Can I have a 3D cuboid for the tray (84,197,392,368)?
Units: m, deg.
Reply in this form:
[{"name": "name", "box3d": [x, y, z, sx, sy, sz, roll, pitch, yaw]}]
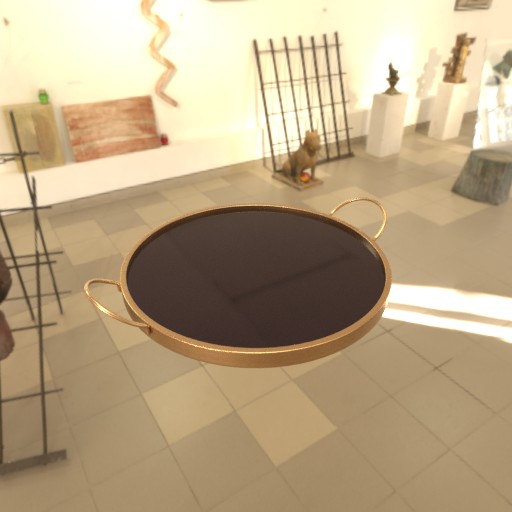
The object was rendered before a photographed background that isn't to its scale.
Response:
[{"name": "tray", "box3d": [0.000, 0.000, 0.733, 0.543, 0.069, 0.438, -19, 36, -28]}]
